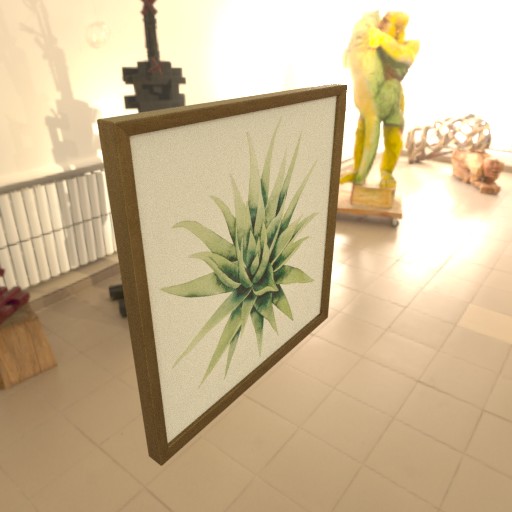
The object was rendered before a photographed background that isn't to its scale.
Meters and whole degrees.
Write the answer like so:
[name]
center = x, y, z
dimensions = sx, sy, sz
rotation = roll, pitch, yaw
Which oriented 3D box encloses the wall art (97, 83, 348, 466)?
[wall art]
center = 0.000, 0.000, 0.744
dimensions = 0.030, 0.506, 0.503
rotation = 19, 32, 33
